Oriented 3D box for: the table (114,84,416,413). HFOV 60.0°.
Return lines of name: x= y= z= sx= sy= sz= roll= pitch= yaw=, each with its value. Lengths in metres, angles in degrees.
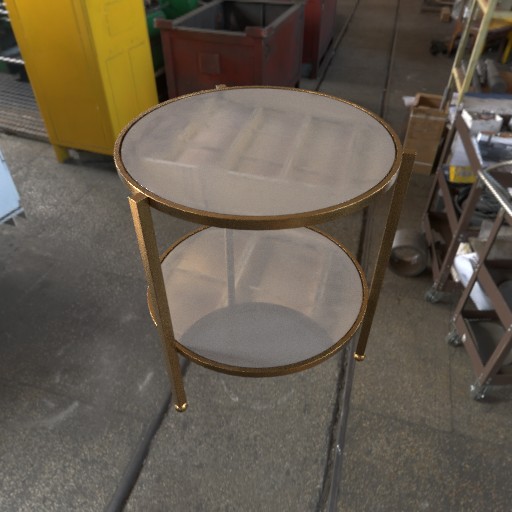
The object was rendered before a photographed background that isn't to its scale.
table: x=0.000 y=0.000 z=0.458 sx=0.231 sy=0.269 sz=0.243 roll=-12 pitch=42 yaw=-13
